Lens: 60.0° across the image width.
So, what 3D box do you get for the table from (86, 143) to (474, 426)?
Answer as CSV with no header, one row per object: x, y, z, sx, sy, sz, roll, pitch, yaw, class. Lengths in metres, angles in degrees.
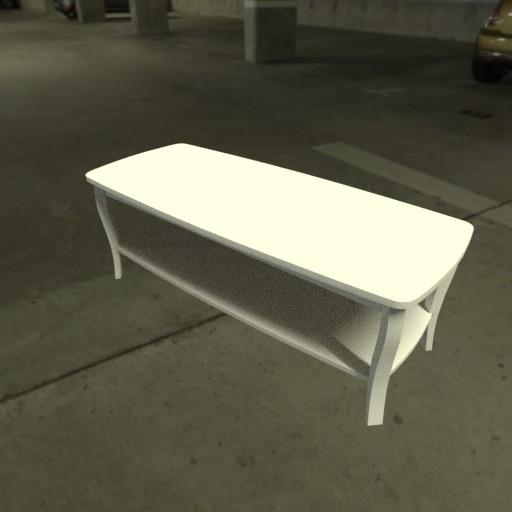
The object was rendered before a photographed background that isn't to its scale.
0.000,0.000,1.627,1.334,0.474,0.561,23,38,32,table
